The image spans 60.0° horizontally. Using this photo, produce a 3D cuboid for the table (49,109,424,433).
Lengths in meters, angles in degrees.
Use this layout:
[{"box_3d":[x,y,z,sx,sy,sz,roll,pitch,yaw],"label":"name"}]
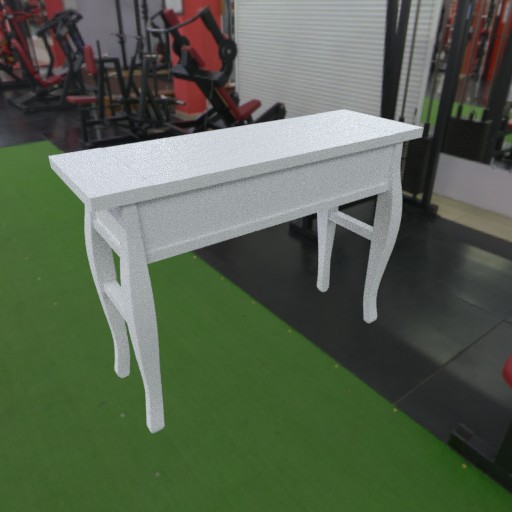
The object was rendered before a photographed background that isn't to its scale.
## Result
[{"box_3d":[0.000,0.000,1.471,1.062,0.768,0.373,-19,34,-30],"label":"table"}]
